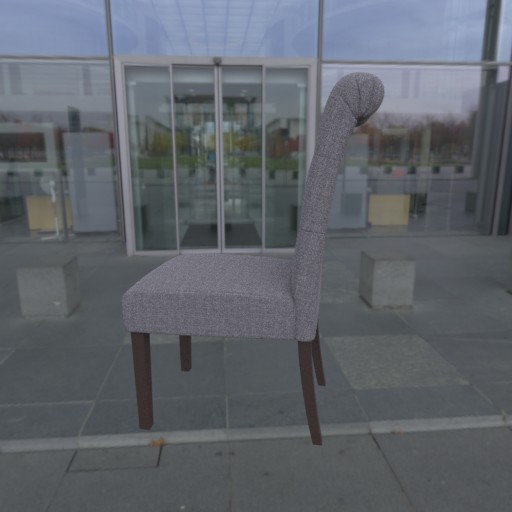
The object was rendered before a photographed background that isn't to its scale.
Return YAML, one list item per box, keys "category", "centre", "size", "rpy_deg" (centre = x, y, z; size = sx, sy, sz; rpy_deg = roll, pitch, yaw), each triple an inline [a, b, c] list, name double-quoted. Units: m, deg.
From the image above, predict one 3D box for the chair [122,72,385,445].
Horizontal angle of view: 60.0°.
- category: "chair"
  centre: [0.000, 0.000, 1.357]
  size: [0.671, 1.006, 0.456]
  rpy_deg: [2, 13, 10]
